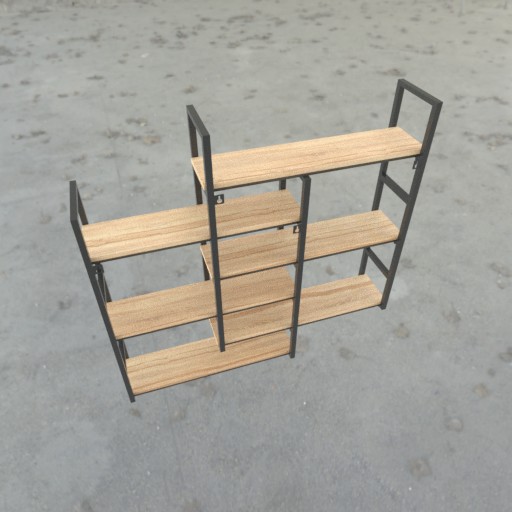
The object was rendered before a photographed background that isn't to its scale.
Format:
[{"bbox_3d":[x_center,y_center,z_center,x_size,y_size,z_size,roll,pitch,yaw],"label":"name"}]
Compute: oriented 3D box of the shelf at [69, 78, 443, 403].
[{"bbox_3d":[0.000,0.000,1.373,0.946,0.921,0.183,-12,42,-14],"label":"shelf"}]
